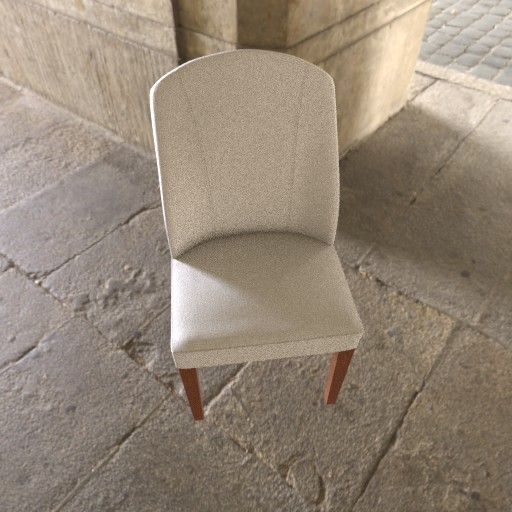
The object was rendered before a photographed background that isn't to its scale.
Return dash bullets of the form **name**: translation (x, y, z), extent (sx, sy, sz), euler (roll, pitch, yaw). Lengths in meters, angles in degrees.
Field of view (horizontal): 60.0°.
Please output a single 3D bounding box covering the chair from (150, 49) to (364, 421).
- **chair**: translation (0.000, 0.000, 1.211), extent (0.472, 0.893, 0.540), euler (-5, 47, -5)
